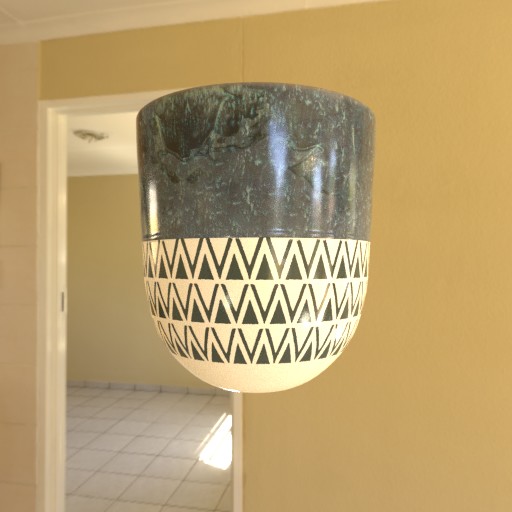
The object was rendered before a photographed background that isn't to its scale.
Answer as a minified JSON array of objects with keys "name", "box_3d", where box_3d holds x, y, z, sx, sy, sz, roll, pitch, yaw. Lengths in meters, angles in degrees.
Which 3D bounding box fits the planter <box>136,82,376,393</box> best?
[{"name":"planter","box_3d":[0.000,0.000,0.371,0.195,0.214,0.195,0,-1,0]}]
